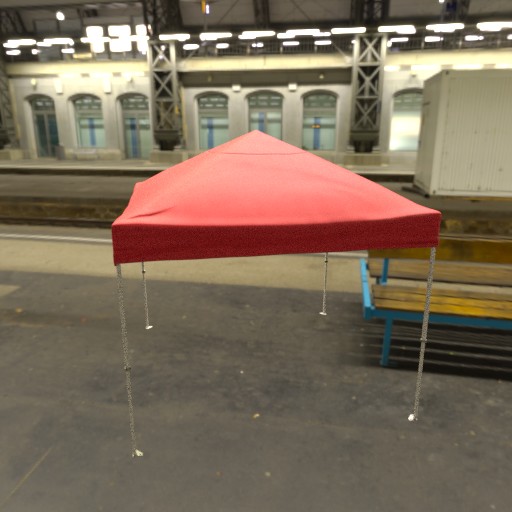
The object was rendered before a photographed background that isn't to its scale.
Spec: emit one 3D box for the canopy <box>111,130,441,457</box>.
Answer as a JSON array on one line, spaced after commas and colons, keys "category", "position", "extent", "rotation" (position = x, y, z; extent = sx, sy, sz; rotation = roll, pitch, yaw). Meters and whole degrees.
[{"category": "canopy", "position": [0.000, 0.000, 5.478], "extent": [2.998, 2.997, 2.996], "rotation": [-3, 16, -11]}]
